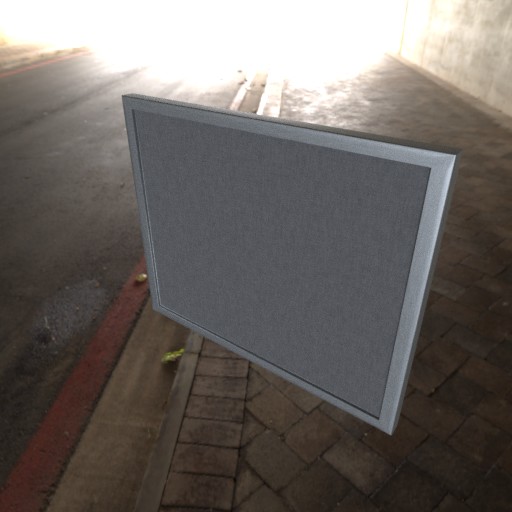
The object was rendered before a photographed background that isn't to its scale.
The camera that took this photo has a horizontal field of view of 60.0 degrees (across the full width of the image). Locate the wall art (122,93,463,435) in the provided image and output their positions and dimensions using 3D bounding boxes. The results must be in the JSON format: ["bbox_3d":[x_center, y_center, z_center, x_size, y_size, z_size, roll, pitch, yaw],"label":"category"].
[{"bbox_3d":[0.000,0.000,0.741,0.556,0.457,0.028,20,36,31],"label":"wall art"}]
